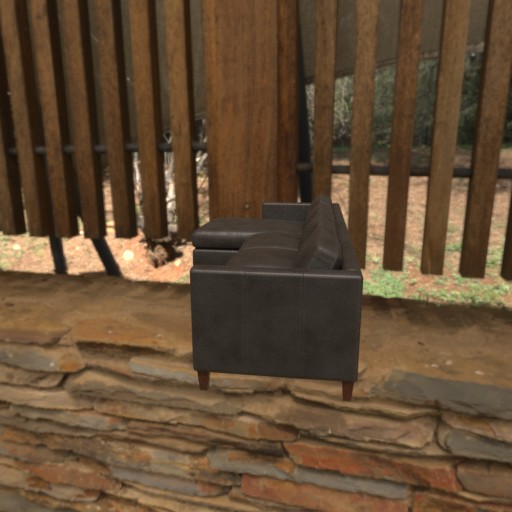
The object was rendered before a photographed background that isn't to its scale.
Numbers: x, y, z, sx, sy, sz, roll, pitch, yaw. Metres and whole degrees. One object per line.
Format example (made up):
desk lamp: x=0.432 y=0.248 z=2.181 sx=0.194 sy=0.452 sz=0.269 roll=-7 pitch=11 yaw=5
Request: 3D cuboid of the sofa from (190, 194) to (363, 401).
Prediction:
sofa: x=0.000 y=0.000 z=3.997 sx=1.581 sy=0.883 sz=3.203 roll=2 pitch=14 yaw=8
